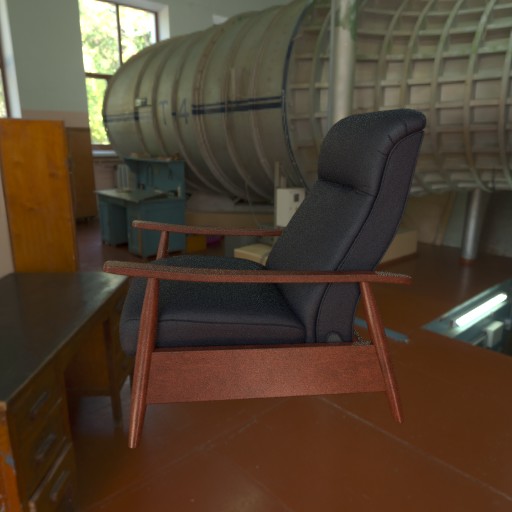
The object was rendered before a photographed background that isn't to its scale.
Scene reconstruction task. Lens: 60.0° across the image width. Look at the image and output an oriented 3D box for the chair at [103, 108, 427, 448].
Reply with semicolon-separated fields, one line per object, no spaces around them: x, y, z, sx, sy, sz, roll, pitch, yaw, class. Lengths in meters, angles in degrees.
0.000;0.000;1.738;1.014;1.082;0.762;-2;15;-8;chair
